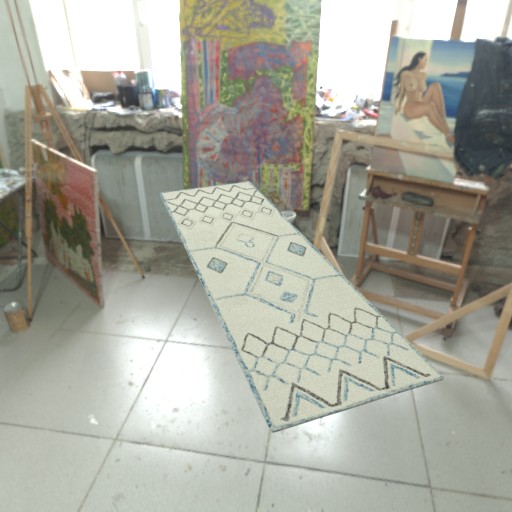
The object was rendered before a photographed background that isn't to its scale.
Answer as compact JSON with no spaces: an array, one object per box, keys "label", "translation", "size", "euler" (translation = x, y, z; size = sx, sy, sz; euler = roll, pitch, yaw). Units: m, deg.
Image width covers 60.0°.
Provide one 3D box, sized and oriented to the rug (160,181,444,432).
[{"label":"rug","translation":[0.000,0.000,2.705],"size":[0.770,0.013,2.434],"euler":[-10,32,-17]}]
